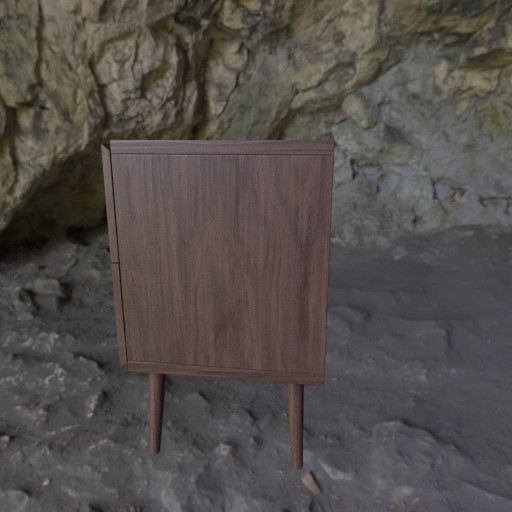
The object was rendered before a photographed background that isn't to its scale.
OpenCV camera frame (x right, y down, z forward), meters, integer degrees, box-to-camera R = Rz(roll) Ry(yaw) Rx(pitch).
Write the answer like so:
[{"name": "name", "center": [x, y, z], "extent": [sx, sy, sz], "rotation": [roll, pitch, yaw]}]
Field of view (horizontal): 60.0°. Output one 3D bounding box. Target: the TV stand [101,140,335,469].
[{"name": "TV stand", "center": [0.000, 0.000, 1.306], "extent": [0.405, 0.660, 0.990], "rotation": [2, 15, 8]}]
